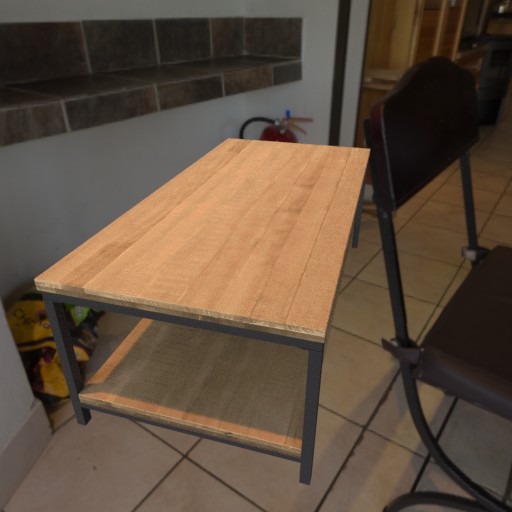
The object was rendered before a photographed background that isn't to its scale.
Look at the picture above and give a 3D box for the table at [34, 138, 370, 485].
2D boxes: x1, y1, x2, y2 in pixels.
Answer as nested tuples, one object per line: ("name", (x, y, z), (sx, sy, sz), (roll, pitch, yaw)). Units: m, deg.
("table", (0.000, 0.000, 1.327), (0.551, 0.399, 1.100), (8, 30, 14))
